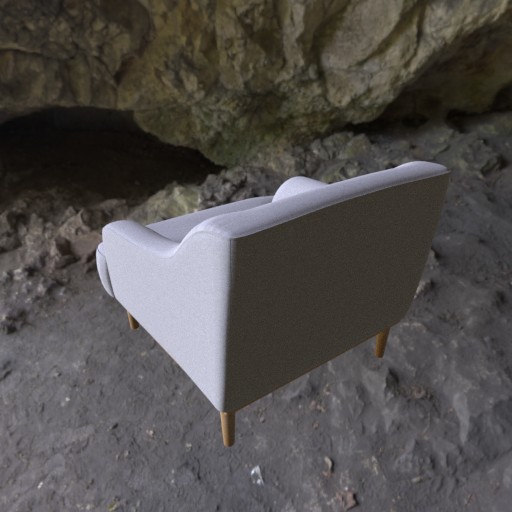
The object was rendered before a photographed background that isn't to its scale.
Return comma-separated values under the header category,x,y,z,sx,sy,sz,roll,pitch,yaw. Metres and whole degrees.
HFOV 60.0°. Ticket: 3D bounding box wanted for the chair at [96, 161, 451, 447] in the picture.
category,x,y,z,sx,sy,sz,roll,pitch,yaw
chair,0.000,0.000,1.651,0.946,0.818,0.951,-19,34,-30
